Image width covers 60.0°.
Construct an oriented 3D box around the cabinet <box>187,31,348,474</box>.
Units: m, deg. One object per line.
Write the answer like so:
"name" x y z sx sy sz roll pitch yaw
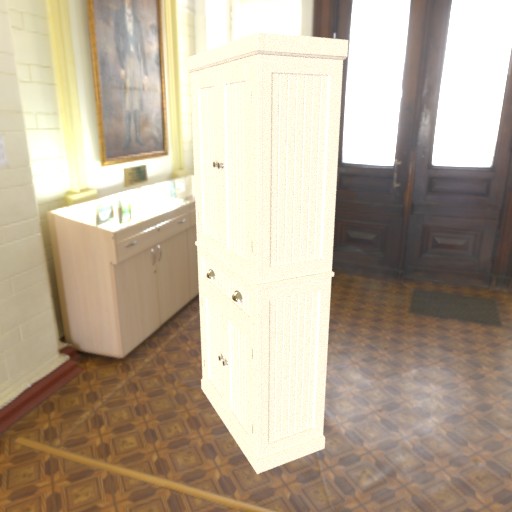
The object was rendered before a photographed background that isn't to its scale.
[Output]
"cabinet" 0.000 0.000 2.150 0.390 1.829 0.754 -8 19 -25
